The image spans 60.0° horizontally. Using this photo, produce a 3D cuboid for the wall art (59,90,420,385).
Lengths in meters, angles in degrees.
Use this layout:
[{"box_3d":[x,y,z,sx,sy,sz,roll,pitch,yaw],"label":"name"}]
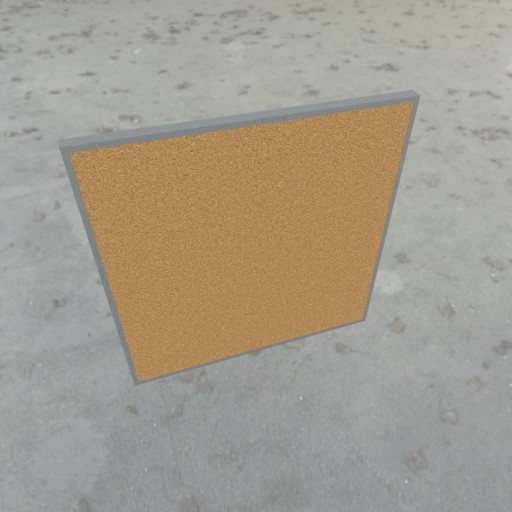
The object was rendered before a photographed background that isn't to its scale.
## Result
[{"box_3d":[0.000,0.000,1.223,0.809,0.807,0.038,-13,43,-14],"label":"wall art"}]
